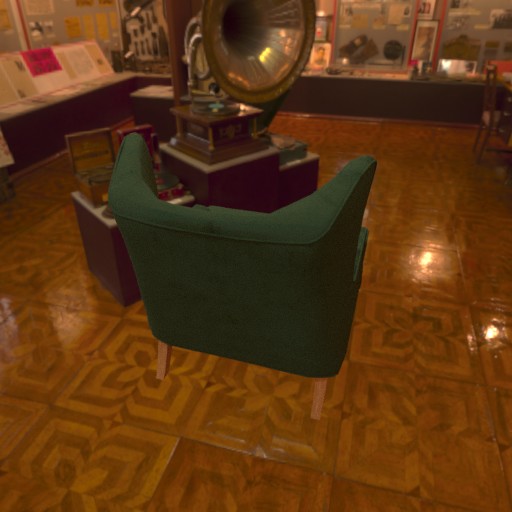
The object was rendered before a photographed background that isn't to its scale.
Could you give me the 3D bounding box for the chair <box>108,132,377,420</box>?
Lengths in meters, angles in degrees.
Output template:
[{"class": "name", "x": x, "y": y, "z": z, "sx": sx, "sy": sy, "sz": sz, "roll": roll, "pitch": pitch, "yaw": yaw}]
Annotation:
[{"class": "chair", "x": 0.000, "y": 0.000, "z": 1.684, "sx": 0.793, "sy": 0.952, "sz": 0.910, "roll": 9, "pitch": 33, "yaw": 15}]
